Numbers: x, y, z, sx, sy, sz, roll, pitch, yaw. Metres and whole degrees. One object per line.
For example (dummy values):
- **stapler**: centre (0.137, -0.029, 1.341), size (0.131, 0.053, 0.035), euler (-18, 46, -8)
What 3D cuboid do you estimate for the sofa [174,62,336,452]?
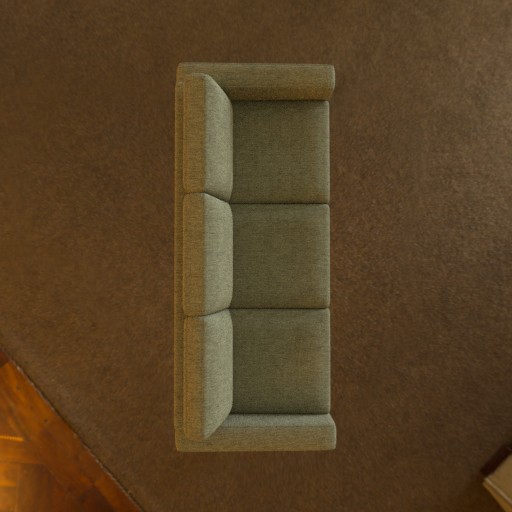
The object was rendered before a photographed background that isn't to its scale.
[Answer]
- **sofa**: centre (0.000, 0.000, 2.607), size (0.900, 0.800, 2.160), euler (0, 89, -1)
